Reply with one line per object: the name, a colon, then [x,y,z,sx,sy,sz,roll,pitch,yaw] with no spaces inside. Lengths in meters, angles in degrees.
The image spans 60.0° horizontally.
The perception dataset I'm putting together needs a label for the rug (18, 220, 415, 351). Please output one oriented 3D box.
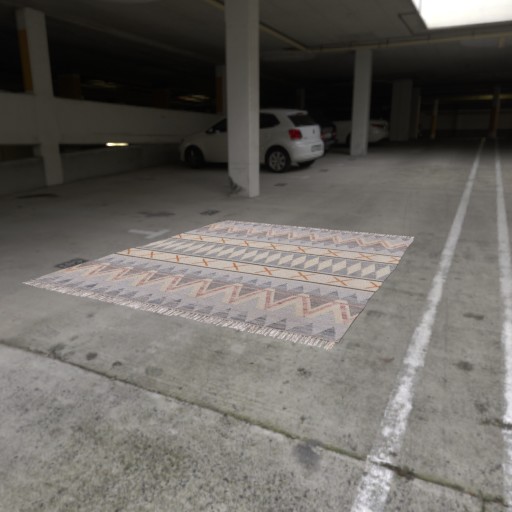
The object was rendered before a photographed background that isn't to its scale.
rug: [0.000,0.000,3.970,2.371,0.012,3.000,7,16,26]
